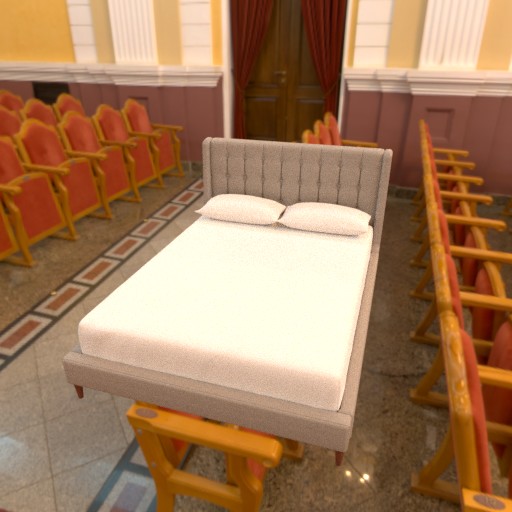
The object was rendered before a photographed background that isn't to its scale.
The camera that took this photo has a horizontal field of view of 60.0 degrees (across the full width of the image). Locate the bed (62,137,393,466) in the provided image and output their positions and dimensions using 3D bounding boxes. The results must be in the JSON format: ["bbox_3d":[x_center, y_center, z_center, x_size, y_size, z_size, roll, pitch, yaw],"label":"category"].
[{"bbox_3d":[0.000,0.000,3.155,1.656,1.147,2.232,8,28,16],"label":"bed"}]
